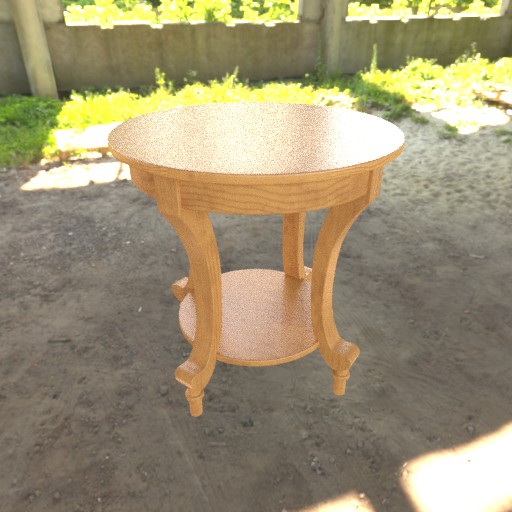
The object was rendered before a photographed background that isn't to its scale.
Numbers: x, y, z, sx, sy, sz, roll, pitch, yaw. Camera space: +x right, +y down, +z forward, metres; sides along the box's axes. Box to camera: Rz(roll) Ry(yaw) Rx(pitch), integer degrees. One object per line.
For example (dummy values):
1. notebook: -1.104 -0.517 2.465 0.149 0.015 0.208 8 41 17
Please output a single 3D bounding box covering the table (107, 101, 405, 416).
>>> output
1. table: 0.000 0.000 1.073 0.597 0.612 0.597 0 29 0
